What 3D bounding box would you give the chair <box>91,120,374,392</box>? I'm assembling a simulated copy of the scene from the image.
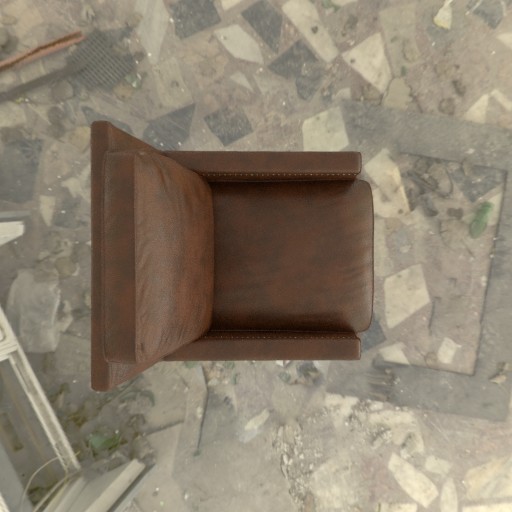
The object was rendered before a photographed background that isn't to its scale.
[{"bbox_3d":[0.000,0.000,1.828,1.035,1.054,0.854,0,90,0],"label":"chair"}]
